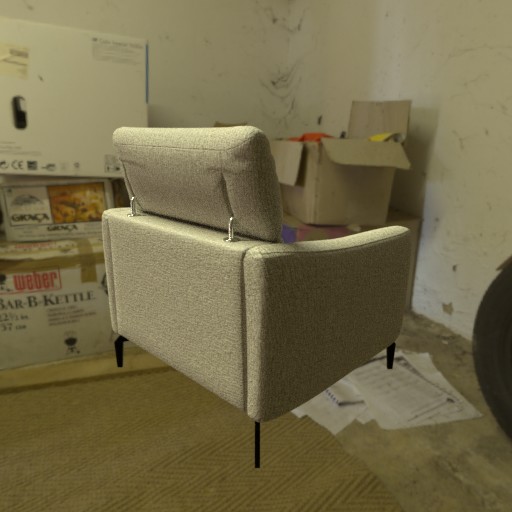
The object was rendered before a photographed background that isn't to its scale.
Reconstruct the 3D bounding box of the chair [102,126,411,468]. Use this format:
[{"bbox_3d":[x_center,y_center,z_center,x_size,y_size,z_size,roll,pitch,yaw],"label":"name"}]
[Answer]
[{"bbox_3d":[0.000,0.000,1.728,0.972,0.967,0.835,15,22,43],"label":"chair"}]
